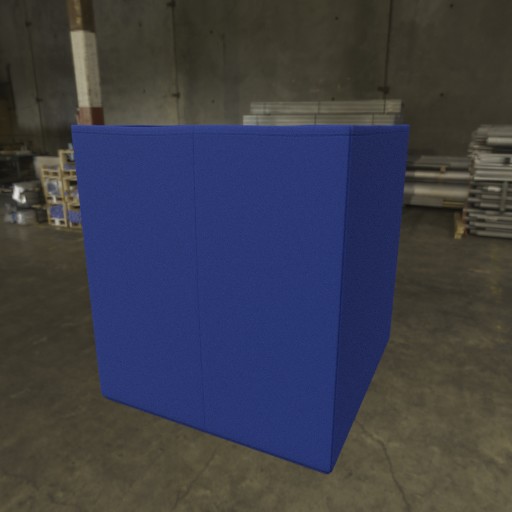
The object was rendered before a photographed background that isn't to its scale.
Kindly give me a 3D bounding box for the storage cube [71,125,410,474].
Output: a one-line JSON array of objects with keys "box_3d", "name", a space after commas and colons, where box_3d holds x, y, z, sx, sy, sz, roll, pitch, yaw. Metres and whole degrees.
[{"box_3d": [0.000, 0.000, 0.493, 0.270, 0.280, 0.270, 8, 18, 25], "name": "storage cube"}]
